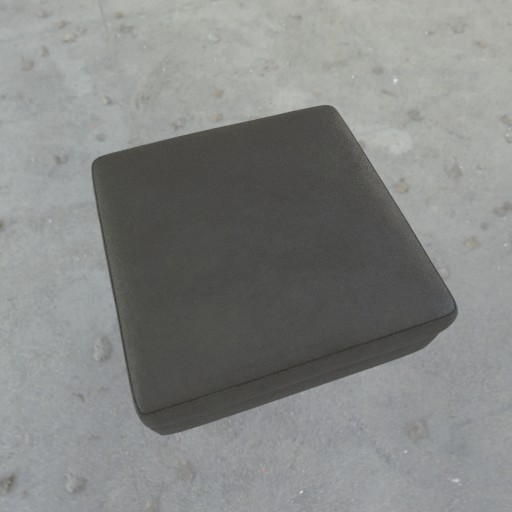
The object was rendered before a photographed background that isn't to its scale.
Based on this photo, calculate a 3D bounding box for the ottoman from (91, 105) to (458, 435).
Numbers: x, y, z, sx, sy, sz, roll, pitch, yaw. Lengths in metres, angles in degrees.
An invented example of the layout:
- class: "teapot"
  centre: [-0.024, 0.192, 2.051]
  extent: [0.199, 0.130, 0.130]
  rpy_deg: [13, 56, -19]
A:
- class: "ottoman"
  centre: [0.000, 0.000, 1.359]
  extent: [0.836, 0.415, 0.844]
  rpy_deg: [-16, 60, -9]
